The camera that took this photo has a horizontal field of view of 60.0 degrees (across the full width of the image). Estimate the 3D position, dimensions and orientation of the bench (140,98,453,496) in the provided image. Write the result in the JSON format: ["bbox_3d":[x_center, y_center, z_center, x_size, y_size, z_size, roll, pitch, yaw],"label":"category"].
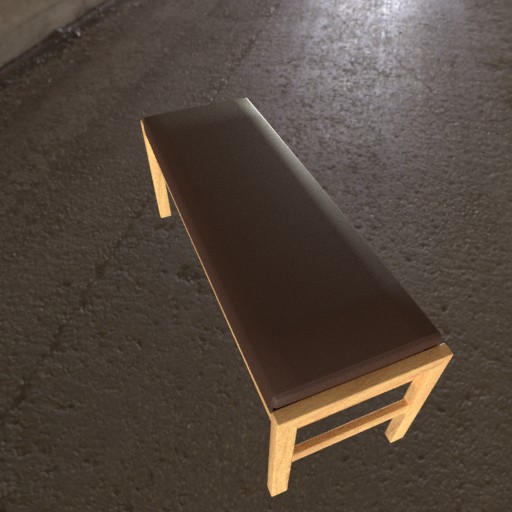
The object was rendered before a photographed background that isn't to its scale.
[{"bbox_3d":[0.000,0.000,1.407,0.405,0.480,1.200,-17,49,-15],"label":"bench"}]
